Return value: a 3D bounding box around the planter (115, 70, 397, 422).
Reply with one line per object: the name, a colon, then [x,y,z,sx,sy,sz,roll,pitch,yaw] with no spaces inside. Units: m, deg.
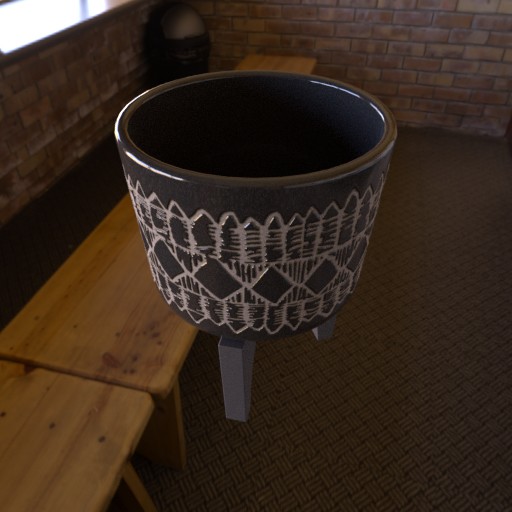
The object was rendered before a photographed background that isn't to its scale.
planter: [0.000,0.000,0.398,0.196,0.264,0.196,-11,41,-13]
